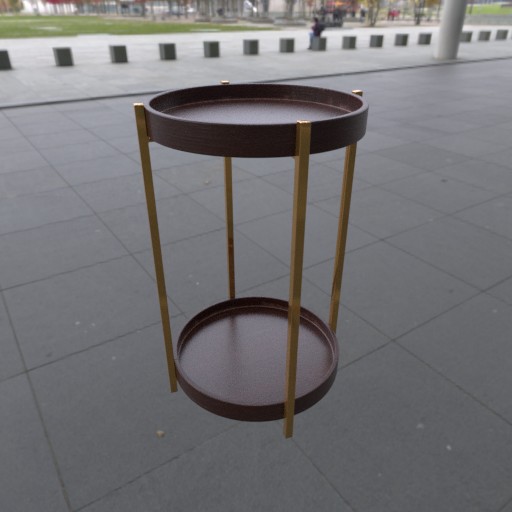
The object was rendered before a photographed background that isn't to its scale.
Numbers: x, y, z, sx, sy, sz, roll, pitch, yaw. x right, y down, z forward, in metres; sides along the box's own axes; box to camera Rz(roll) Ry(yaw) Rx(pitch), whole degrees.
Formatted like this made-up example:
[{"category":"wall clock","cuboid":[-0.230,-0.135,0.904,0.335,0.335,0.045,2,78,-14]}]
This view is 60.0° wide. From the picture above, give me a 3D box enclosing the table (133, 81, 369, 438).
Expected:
[{"category":"table","cuboid":[0.000,0.000,0.890,0.400,0.610,0.400,-10,31,-17]}]
